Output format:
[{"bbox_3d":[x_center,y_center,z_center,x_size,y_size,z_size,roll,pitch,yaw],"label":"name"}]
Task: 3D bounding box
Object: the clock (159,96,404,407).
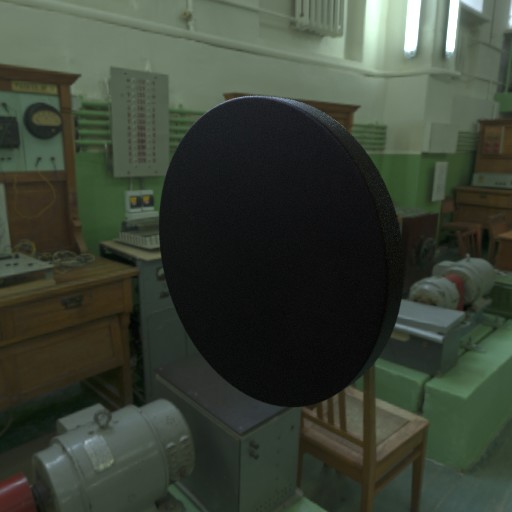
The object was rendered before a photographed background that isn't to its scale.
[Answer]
[{"bbox_3d":[0.000,0.000,0.462,0.314,0.314,0.029,13,19,43],"label":"clock"}]
